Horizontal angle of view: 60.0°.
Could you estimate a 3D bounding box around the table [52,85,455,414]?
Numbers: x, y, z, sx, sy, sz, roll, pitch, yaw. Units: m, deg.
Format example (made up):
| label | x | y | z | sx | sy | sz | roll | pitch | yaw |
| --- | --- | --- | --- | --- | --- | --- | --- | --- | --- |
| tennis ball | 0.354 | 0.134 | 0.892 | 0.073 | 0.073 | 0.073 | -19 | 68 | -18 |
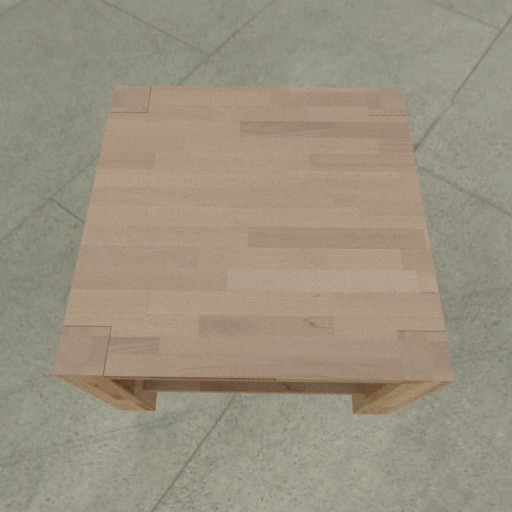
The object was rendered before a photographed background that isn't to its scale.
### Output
| label | x | y | z | sx | sy | sz | roll | pitch | yaw |
| --- | --- | --- | --- | --- | --- | --- | --- | --- | --- |
| table | 0.000 | 0.000 | 1.127 | 0.700 | 0.451 | 0.700 | 1 | 63 | 0 |
